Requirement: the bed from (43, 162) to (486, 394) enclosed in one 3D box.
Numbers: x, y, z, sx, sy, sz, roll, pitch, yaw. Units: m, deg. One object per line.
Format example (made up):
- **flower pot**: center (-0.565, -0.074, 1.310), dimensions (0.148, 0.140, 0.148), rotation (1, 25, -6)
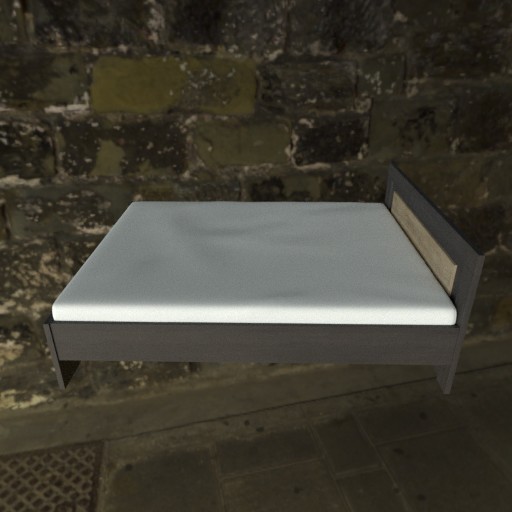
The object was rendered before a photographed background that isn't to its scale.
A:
- **bed**: center (0.000, 0.000, 2.882), dimensions (2.073, 0.823, 1.585), rotation (0, 27, 1)
